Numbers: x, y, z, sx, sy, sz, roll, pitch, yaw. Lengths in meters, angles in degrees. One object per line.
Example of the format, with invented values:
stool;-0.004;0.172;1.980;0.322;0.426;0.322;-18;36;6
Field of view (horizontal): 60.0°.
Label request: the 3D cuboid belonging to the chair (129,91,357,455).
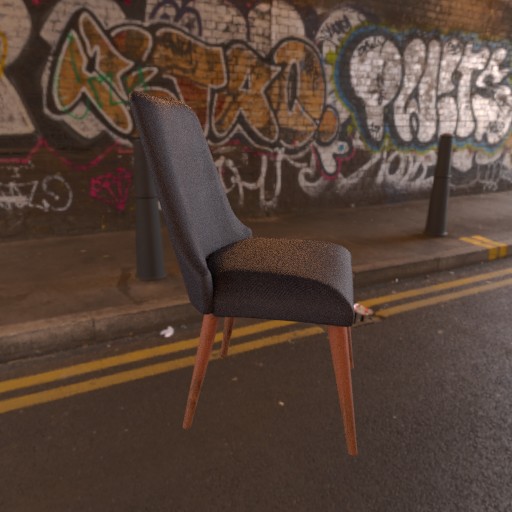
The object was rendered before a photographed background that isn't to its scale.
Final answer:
chair;0.000;0.000;1.185;0.567;0.820;0.504;3;16;10
